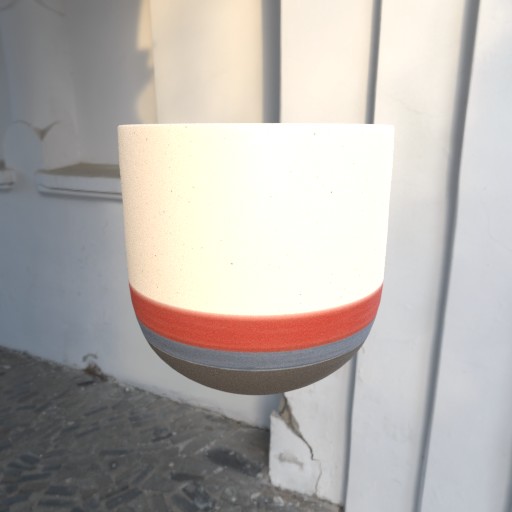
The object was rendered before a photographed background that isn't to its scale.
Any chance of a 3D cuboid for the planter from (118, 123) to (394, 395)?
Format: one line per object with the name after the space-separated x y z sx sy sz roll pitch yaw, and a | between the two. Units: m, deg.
0.000 0.000 0.480 0.268 0.270 0.268 0 15 0 | planter
